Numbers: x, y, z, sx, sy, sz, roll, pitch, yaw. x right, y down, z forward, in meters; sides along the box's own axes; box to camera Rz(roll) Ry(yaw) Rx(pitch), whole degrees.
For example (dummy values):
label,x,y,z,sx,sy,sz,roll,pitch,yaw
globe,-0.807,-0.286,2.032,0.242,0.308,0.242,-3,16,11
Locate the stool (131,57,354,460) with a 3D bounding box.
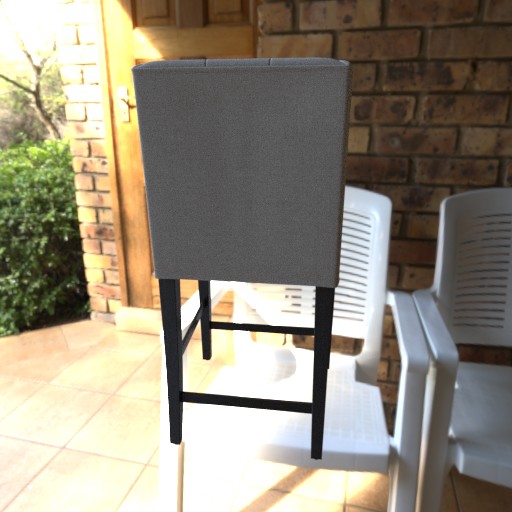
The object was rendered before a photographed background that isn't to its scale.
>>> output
label,x,y,z,sx,sy,sz,roll,pitch,yaw
stool,0.000,0.000,1.214,0.474,0.939,0.509,2,17,8
